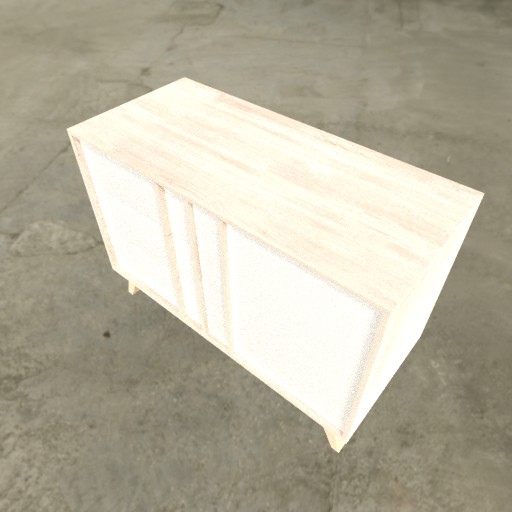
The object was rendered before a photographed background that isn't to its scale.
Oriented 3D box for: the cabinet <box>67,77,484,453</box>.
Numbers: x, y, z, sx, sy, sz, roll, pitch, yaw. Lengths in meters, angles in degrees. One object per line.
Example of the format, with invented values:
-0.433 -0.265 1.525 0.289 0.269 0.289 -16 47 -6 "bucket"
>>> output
0.000 0.000 1.529 1.110 0.780 0.500 31 52 27 "cabinet"
